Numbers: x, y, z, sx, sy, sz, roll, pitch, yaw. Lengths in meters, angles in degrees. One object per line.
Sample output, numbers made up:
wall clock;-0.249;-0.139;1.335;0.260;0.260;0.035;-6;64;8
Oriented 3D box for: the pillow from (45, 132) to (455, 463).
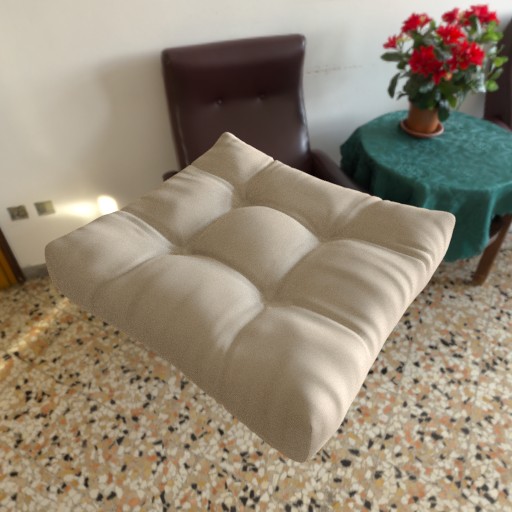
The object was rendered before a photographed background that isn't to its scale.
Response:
pillow;0.000;0.000;0.716;0.490;0.128;0.468;26;49;26
